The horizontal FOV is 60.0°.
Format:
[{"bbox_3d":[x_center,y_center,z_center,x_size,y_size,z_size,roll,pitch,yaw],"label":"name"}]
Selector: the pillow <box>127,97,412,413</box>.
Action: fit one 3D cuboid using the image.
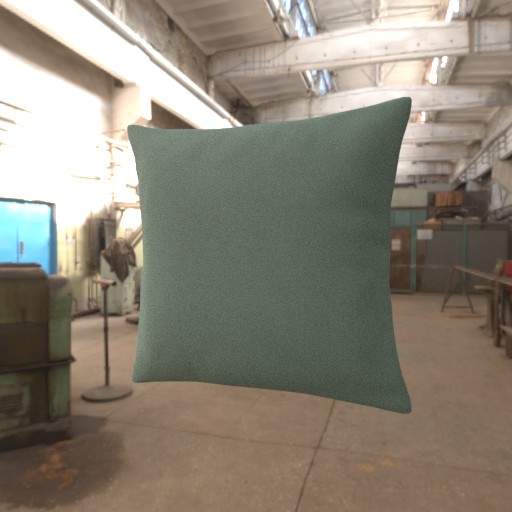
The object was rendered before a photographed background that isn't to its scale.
[{"bbox_3d":[0.000,0.000,0.790,0.526,0.507,0.166,0,1,19],"label":"pillow"}]
